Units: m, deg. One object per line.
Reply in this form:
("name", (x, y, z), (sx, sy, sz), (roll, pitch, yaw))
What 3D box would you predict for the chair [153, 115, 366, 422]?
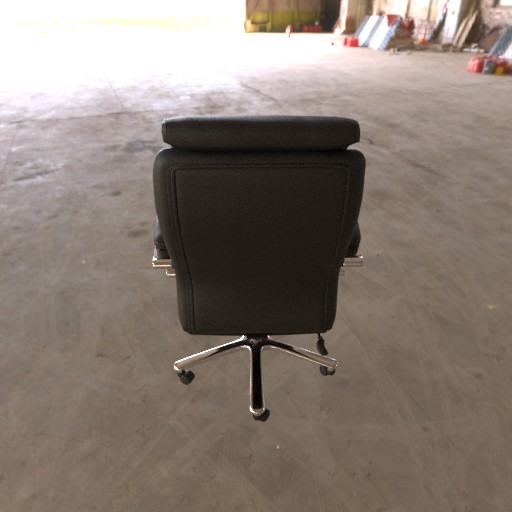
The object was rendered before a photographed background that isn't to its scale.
("chair", (0.000, 0.000, 1.658), (0.755, 1.183, 0.790), (-1, 31, -1))
